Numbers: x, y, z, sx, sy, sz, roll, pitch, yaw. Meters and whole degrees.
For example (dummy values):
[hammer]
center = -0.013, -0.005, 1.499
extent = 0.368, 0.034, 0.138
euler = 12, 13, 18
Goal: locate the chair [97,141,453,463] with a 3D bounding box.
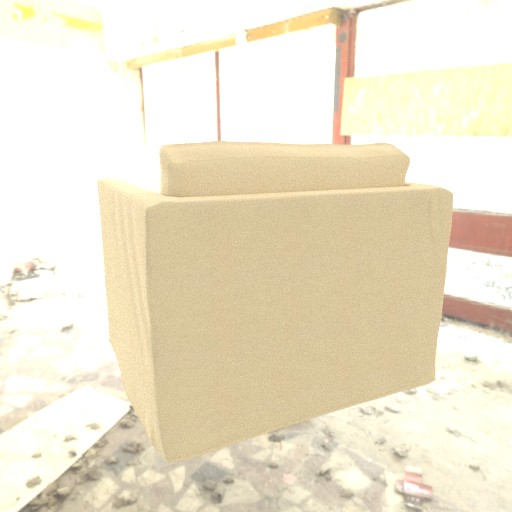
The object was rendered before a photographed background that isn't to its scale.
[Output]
[chair]
center = 0.000, 0.000, 1.708
extent = 1.057, 0.851, 0.947
euler = -7, 15, -25
